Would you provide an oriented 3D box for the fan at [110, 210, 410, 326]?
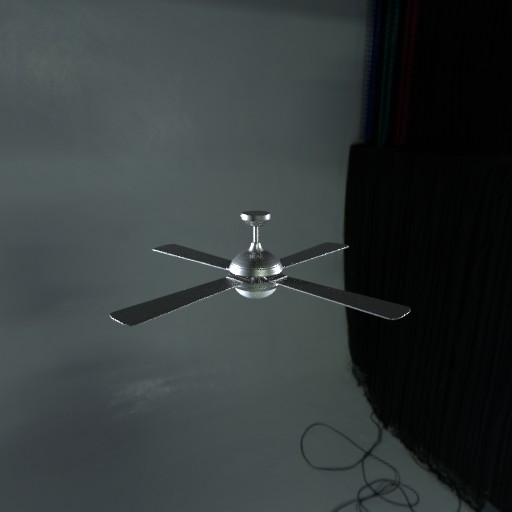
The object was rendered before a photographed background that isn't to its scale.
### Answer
[{"bbox_3d":[0.000,0.000,1.947,1.321,0.381,1.321,-8,18,-26],"label":"fan"}]
